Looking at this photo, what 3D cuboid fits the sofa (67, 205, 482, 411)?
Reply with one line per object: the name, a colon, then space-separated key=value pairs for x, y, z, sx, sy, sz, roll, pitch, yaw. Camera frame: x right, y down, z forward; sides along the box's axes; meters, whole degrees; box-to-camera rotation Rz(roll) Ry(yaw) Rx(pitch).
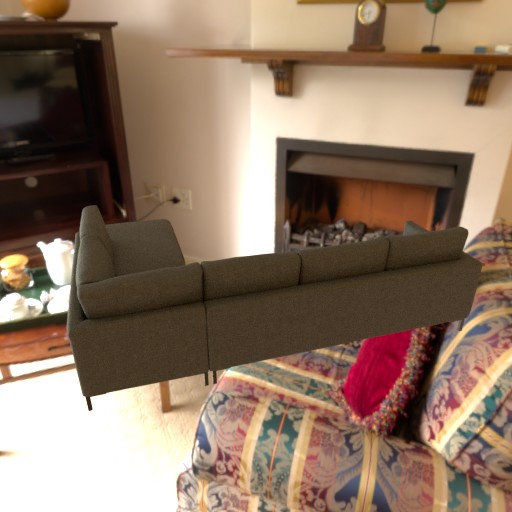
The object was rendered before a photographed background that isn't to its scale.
sofa: x=0.000 y=0.000 z=3.834 sx=2.972 sy=0.858 sz=1.984 roll=-8 pitch=28 yaw=-16
